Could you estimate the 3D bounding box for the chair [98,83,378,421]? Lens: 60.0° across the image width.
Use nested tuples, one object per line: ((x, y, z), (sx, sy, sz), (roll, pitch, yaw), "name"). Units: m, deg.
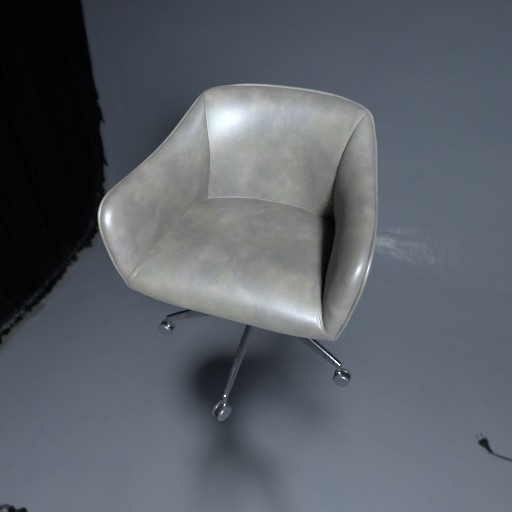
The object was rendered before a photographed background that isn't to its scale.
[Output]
((0.000, 0.000, 1.366), (0.713, 0.827, 0.689), (13, 42, 14), "chair")
